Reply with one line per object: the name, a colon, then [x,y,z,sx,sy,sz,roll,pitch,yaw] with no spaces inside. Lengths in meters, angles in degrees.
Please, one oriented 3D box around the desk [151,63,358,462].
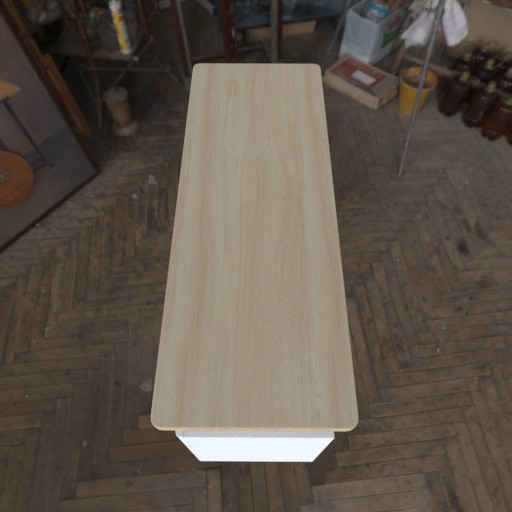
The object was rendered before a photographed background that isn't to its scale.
desk: [0.000,0.000,1.865,0.550,0.755,1.500,0,59,0]
